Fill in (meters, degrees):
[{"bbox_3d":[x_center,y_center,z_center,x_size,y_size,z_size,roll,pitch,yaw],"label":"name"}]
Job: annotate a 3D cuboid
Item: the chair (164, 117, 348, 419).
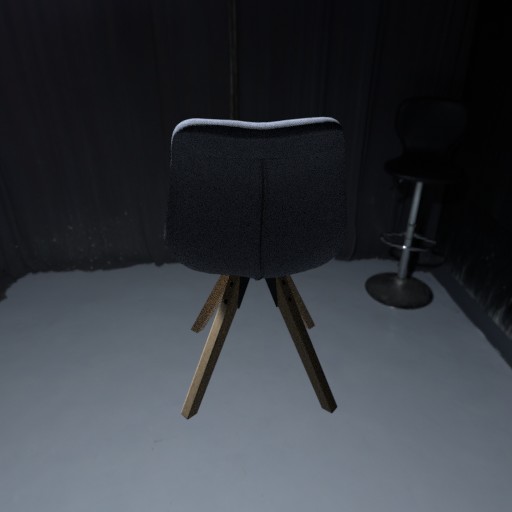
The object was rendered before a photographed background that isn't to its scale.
[{"bbox_3d":[0.000,0.000,1.229,0.485,0.850,0.550,-2,29,-3],"label":"chair"}]
